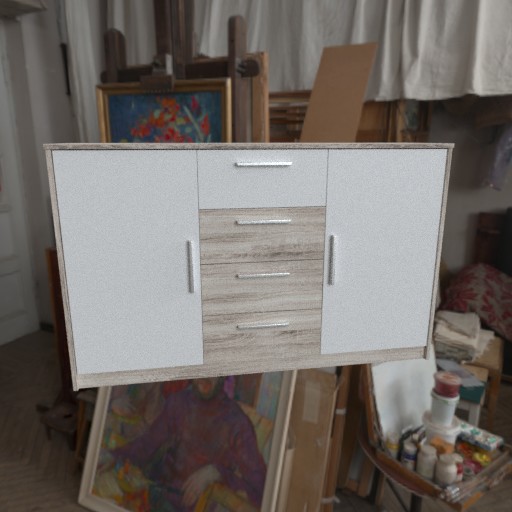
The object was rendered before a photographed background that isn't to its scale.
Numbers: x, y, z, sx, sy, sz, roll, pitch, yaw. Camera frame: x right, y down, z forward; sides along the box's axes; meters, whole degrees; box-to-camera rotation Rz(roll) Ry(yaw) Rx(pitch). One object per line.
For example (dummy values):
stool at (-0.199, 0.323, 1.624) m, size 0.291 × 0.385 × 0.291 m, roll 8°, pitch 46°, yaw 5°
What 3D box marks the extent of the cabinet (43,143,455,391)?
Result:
cabinet at (0.000, 0.000, 1.826) m, size 1.450 × 0.900 × 0.380 m, roll -2°, pitch 15°, yaw -9°
